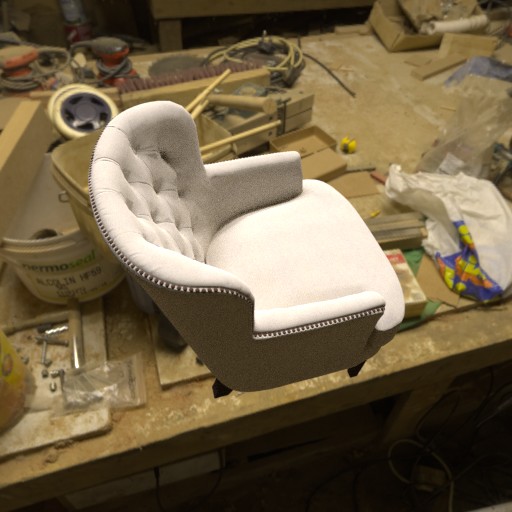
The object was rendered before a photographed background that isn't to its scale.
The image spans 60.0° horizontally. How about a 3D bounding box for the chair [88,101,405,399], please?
[{"bbox_3d":[0.000,0.000,1.534,0.906,0.868,0.848,-11,49,-10],"label":"chair"}]
